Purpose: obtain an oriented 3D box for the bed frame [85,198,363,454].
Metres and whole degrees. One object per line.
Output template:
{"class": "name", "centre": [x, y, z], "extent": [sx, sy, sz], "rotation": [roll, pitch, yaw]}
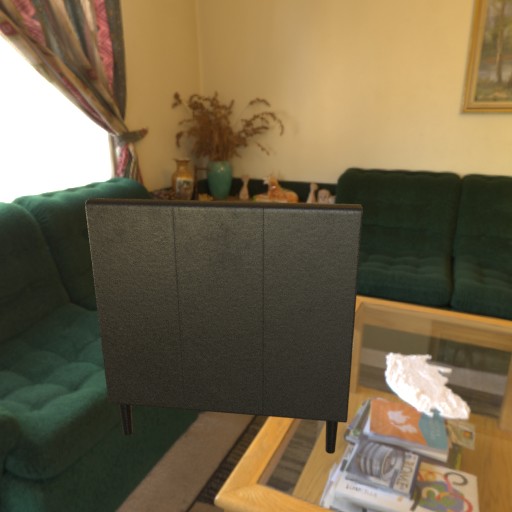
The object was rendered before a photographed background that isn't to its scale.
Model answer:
{"class": "bed frame", "centre": [0.000, 0.000, 2.582], "extent": [1.038, 1.046, 2.152], "rotation": [2, 18, 7]}
